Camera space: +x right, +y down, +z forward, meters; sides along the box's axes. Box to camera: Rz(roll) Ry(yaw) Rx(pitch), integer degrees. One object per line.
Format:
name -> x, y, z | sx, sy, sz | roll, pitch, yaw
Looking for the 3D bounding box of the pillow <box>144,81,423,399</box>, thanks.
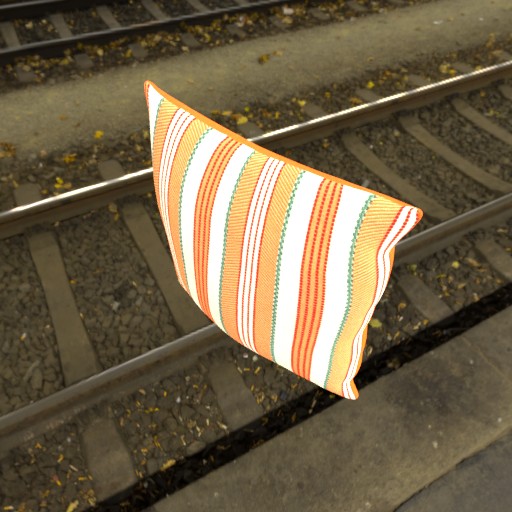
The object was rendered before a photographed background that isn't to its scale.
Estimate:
pillow -> 0.000, 0.000, 0.696 | 0.440, 0.441, 0.182 | 32, 54, 26
